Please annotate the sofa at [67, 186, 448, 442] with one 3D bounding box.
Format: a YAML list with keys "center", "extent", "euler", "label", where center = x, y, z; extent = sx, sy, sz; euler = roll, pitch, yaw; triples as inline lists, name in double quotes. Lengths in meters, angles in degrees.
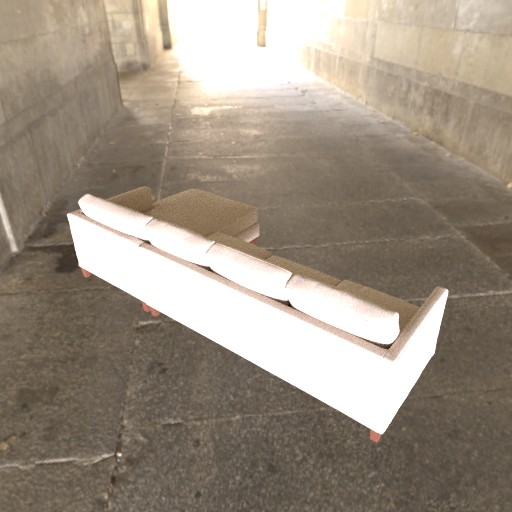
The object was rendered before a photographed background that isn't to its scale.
- center: [0.000, 0.000, 3.900]
  extent: [3.186, 0.861, 1.625]
  euler: [21, 36, 32]
  label: "sofa"
